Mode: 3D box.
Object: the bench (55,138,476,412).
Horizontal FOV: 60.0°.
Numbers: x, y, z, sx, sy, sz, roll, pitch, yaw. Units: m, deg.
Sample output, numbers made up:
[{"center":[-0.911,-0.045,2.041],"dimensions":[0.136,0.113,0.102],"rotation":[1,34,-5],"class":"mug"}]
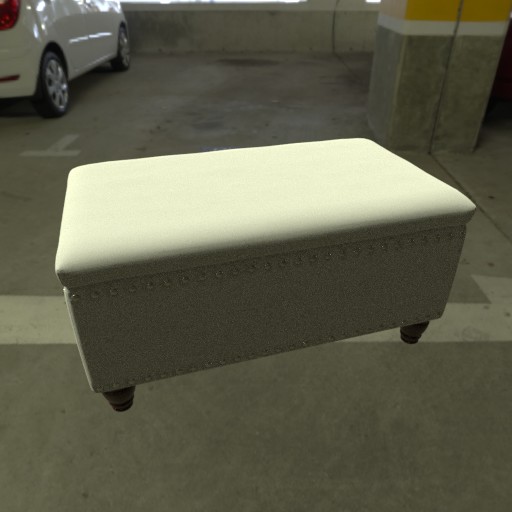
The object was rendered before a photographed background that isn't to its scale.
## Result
[{"center":[0.000,0.000,1.181],"dimensions":[0.887,0.449,0.500],"rotation":[-9,33,-14],"class":"bench"}]
